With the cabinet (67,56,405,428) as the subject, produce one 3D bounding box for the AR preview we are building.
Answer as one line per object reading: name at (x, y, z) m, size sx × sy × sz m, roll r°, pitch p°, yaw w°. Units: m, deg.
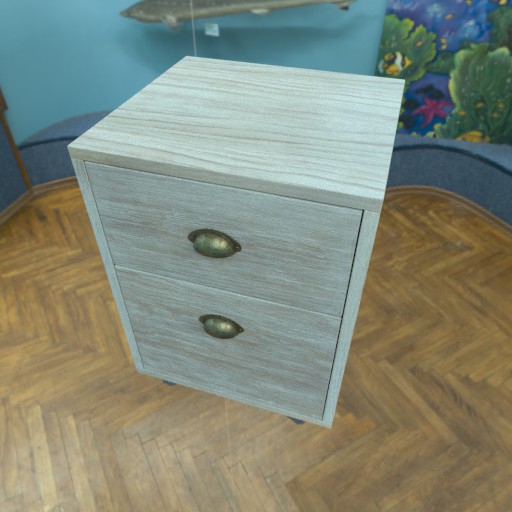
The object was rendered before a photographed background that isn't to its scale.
cabinet at (0.000, 0.000, 0.855) m, size 0.409 × 0.579 × 0.401 m, roll 12°, pitch 43°, yaw 13°
